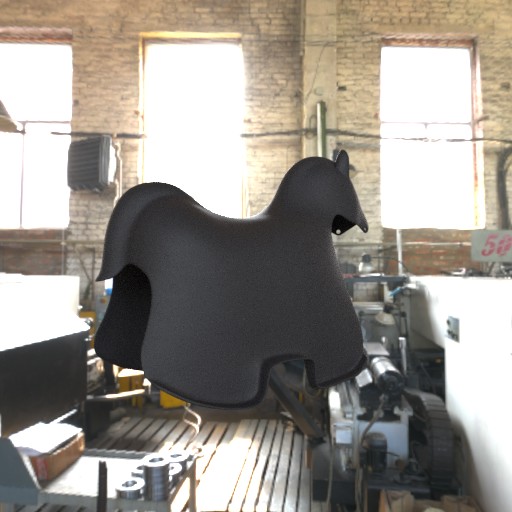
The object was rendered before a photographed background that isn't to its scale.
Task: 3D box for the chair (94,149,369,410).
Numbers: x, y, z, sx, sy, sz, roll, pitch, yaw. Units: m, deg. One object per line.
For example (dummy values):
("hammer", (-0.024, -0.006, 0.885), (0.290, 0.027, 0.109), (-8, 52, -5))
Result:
("chair", (0.000, 0.000, 1.131), (0.800, 0.612, 0.429), (2, -3, -36))
